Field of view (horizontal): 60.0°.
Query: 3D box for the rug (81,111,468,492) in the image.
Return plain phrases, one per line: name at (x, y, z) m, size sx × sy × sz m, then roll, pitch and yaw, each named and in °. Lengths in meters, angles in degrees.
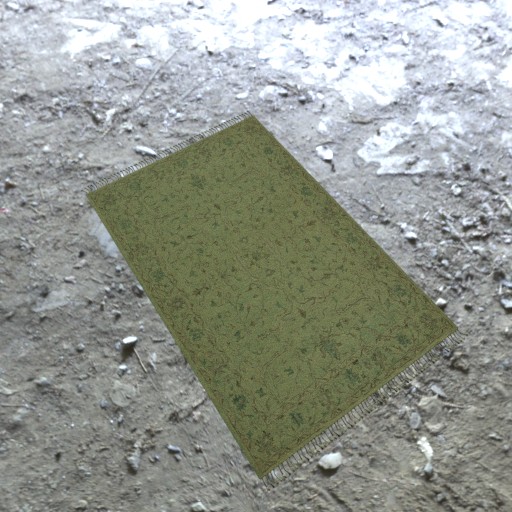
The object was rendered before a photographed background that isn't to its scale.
rug at (0.000, 0.000, 3.031) m, size 1.544 × 0.010 × 2.435 m, roll -30°, pitch 64°, yaw -17°
